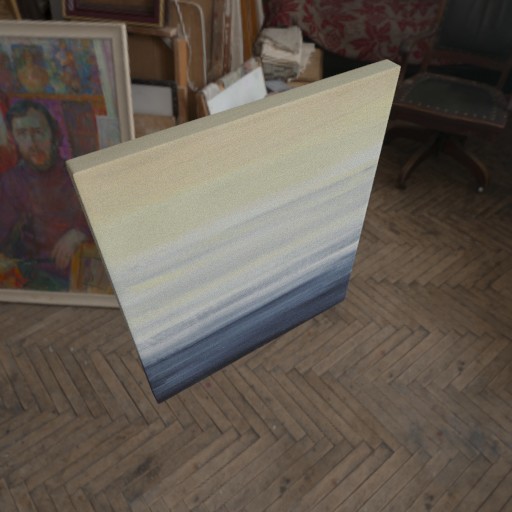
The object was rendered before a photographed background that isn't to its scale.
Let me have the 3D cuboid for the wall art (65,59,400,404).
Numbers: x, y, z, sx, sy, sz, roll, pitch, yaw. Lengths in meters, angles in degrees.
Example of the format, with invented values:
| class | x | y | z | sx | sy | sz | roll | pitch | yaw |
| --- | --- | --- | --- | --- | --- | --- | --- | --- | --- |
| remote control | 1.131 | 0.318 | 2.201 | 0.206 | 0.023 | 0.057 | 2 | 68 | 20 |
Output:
| class | x | y | z | sx | sy | sz | roll | pitch | yaw |
| --- | --- | --- | --- | --- | --- | --- | --- | --- | --- |
| wall art | 0.000 | 0.000 | 0.973 | 0.608 | 0.710 | 0.041 | -25 | 52 | -21 |
